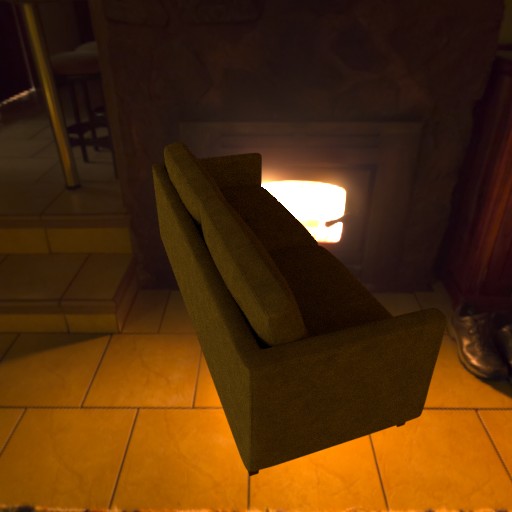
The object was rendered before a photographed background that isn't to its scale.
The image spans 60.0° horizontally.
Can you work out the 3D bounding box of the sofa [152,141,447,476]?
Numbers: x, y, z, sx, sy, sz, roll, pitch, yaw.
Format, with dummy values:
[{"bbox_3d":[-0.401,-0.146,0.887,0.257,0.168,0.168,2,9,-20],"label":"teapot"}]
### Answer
[{"bbox_3d":[0.000,0.000,2.866,0.951,0.965,2.434,-10,32,-17],"label":"sofa"}]
